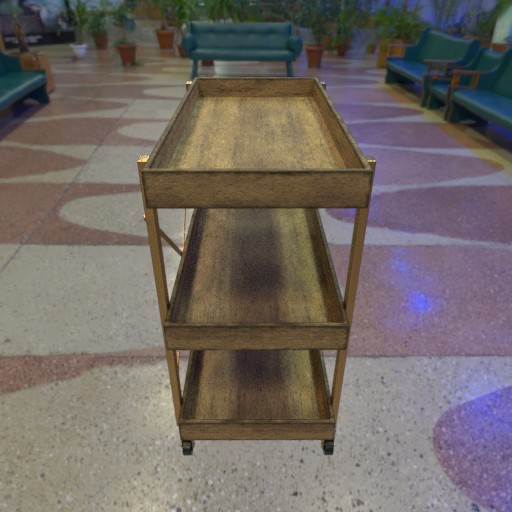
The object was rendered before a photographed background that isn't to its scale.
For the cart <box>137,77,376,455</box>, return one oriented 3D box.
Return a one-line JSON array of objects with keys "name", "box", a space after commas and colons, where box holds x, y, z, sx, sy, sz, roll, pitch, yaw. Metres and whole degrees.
[{"name": "cart", "box": [0.000, 0.000, 1.234, 0.416, 0.799, 0.750, 0, 33, 0]}]
